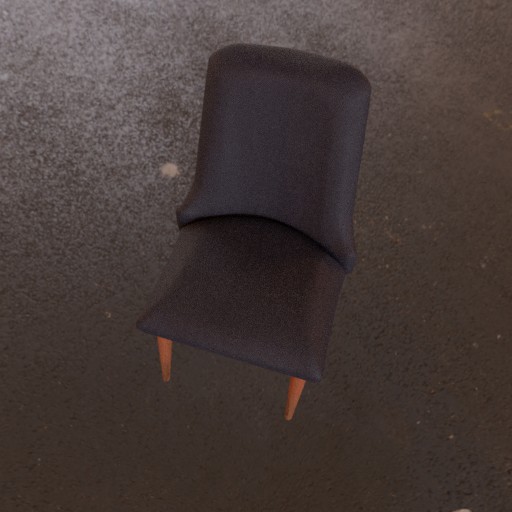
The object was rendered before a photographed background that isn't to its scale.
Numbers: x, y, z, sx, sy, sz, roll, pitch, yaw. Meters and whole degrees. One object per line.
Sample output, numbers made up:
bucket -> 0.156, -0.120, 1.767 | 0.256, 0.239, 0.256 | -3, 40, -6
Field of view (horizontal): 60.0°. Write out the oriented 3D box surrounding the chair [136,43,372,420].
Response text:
chair -> 0.000, 0.000, 1.149 | 0.504, 0.820, 0.567 | 14, 60, 9
